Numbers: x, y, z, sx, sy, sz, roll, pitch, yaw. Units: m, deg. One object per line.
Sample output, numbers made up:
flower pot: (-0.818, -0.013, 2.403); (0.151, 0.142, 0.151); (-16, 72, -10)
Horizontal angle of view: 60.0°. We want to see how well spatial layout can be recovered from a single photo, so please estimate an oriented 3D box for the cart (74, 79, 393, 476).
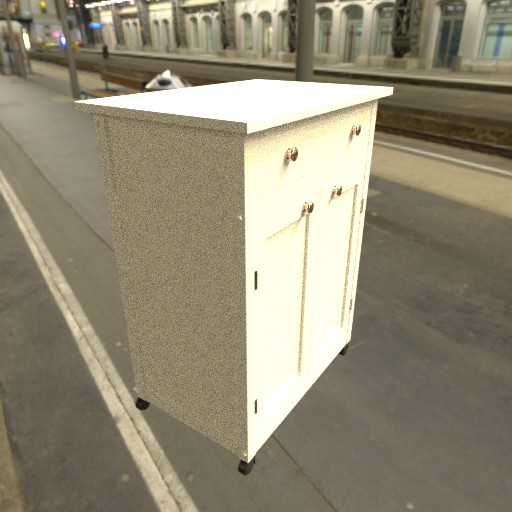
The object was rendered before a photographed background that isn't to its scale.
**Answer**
cart: (0.000, 0.000, 1.246); (0.442, 0.864, 0.683); (17, 31, 31)
